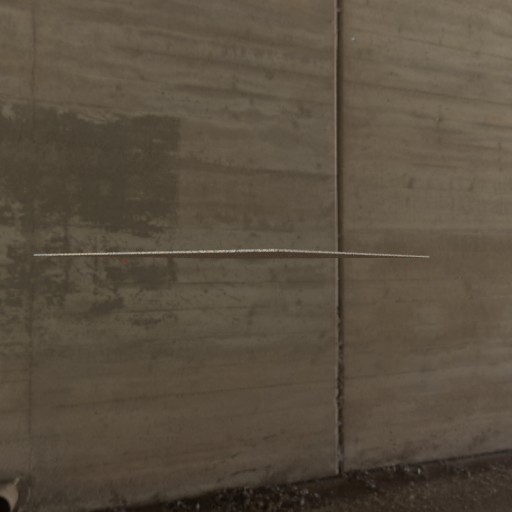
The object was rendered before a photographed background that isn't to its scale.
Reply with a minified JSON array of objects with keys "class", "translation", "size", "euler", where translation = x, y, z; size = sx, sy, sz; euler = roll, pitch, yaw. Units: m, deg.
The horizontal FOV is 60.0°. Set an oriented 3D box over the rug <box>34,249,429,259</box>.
[{"class":"rug","translation":[0.000,0.000,4.276],"size":[2.457,0.015,3.049],"euler":[-1,-1,35]}]
